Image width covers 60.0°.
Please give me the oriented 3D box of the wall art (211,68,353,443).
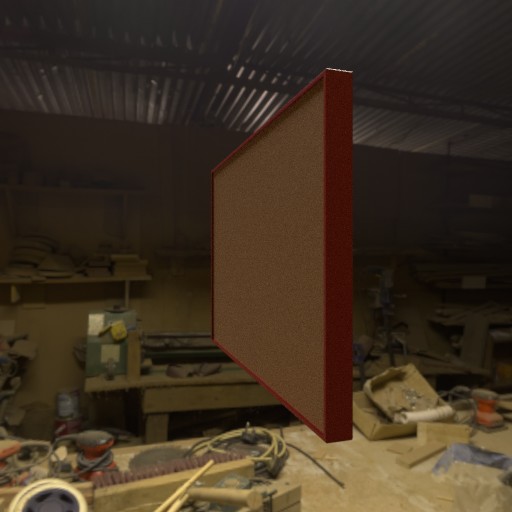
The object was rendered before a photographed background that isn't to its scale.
[{"bbox_3d":[0.000,0.000,0.772,0.033,0.405,0.607,0,0,-17],"label":"wall art"}]
